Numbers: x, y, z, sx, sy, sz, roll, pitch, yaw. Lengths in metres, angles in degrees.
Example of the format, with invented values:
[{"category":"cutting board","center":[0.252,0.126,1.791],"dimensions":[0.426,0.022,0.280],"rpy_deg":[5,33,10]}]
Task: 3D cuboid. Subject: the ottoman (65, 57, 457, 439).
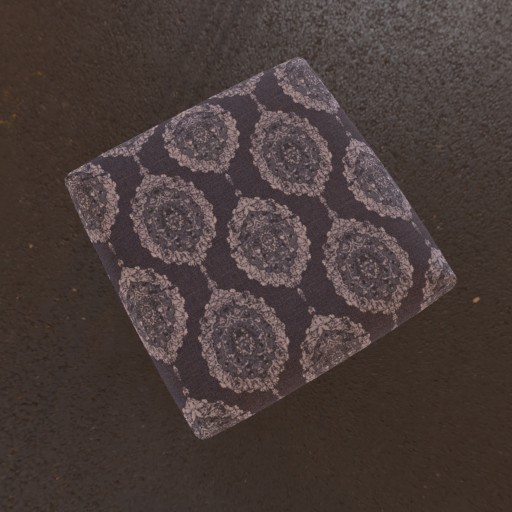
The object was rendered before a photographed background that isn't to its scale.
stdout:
[{"category":"ottoman","center":[0.000,0.000,0.920],"dimensions":[0.497,0.475,0.507],"rpy_deg":[-29,78,-7]}]
